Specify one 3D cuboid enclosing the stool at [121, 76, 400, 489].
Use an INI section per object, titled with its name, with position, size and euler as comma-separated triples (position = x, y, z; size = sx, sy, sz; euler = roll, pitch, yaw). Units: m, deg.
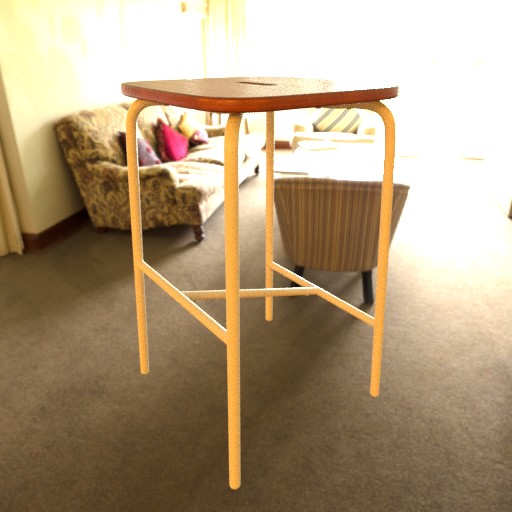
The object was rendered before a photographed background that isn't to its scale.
[stool]
position = 0.000, 0.000, 0.839
size = 0.376, 0.610, 0.376
euler = -18, 30, -33
